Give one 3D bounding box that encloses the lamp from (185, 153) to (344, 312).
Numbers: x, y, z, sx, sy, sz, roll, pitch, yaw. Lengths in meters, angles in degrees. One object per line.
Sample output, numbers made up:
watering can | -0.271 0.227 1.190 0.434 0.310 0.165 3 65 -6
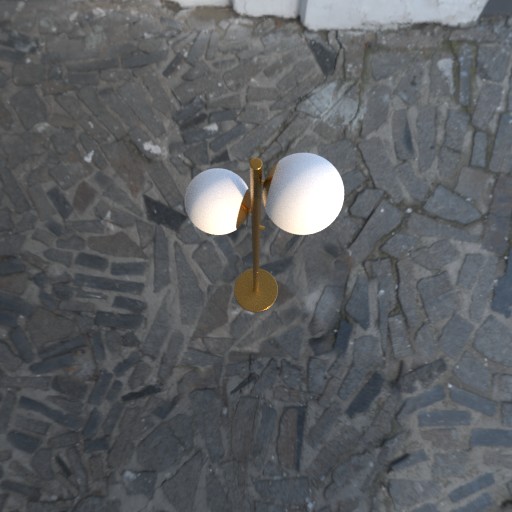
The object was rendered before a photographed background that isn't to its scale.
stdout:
lamp | 0.000 0.000 1.749 0.419 1.641 0.249 17 76 4
